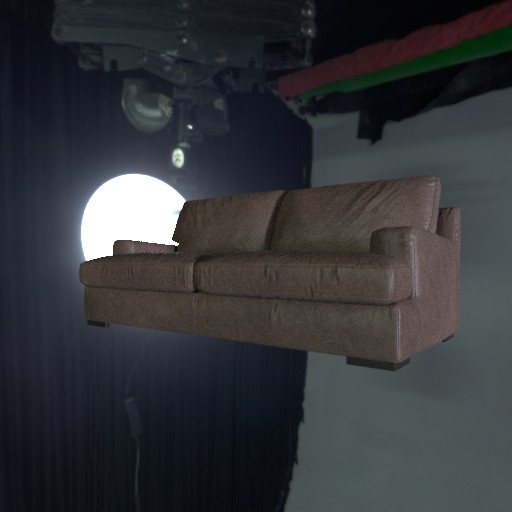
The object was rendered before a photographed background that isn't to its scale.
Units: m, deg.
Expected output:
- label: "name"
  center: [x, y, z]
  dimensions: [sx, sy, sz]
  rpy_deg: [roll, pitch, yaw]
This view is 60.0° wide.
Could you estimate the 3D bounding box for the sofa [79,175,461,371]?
- label: "sofa"
  center: [0.000, 0.000, 2.816]
  dimensions: [2.261, 0.941, 1.143]
  rpy_deg: [0, -1, 37]
